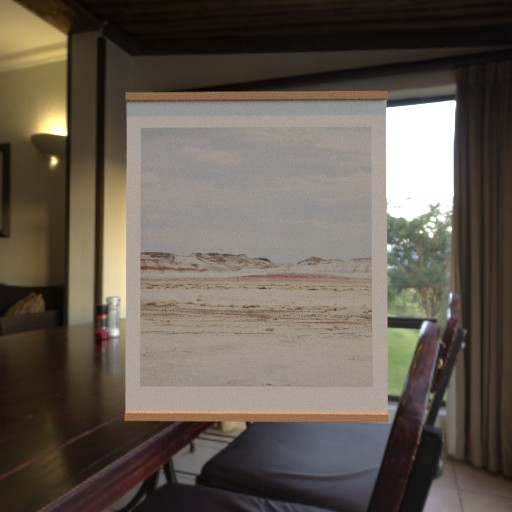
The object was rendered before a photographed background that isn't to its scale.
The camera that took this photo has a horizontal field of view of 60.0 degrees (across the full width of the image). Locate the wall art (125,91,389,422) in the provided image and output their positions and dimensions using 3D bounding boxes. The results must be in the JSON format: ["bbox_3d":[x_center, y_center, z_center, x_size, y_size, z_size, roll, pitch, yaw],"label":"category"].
[{"bbox_3d":[0.000,0.000,0.686,0.404,0.507,0.010,0,-1,1],"label":"wall art"}]
